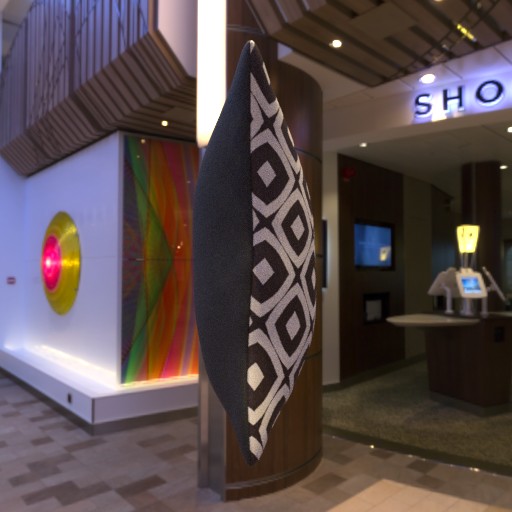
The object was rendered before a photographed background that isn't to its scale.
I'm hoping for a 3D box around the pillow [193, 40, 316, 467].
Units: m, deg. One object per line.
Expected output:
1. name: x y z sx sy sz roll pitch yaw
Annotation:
1. pillow: 0.000 0.000 0.760 0.188 0.494 0.504 0 -2 1
